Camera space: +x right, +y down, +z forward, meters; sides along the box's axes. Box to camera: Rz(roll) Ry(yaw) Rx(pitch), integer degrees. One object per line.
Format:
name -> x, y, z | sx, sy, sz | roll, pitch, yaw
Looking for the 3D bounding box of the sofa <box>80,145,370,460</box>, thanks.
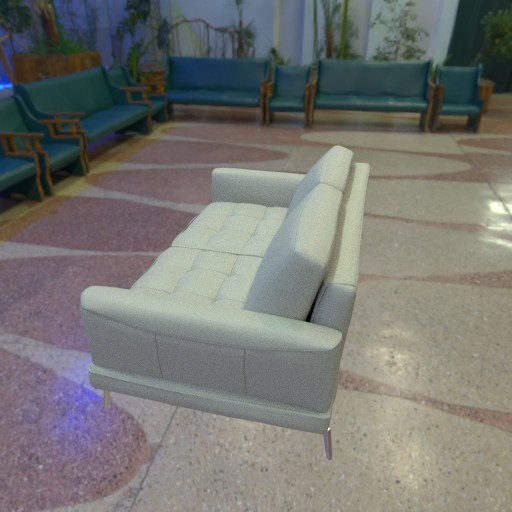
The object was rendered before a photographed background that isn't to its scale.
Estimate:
sofa -> 0.000, 0.000, 2.475 | 1.121, 0.930, 1.819 | 7, 30, 13
